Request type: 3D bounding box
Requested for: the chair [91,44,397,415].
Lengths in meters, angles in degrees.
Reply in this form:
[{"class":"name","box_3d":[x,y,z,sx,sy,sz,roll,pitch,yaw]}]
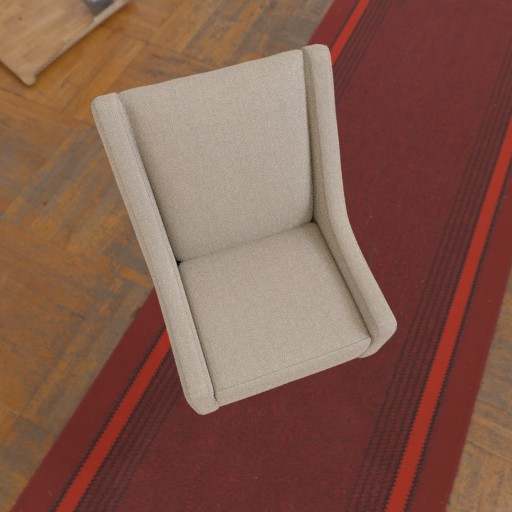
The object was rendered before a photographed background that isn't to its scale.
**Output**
[{"class":"chair","box_3d":[0.000,0.000,1.622,0.774,1.014,0.870,-17,65,-8]}]
